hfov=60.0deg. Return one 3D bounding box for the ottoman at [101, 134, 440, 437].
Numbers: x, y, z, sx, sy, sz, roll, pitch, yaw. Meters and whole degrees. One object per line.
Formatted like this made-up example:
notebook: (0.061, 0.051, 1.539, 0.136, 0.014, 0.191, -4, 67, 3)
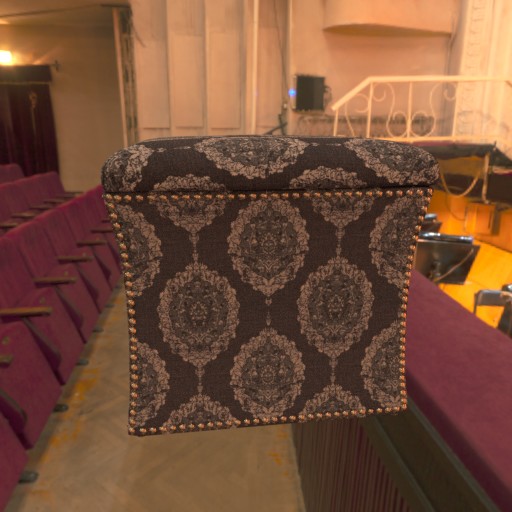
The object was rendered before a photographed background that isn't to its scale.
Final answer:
ottoman: (0.000, 0.000, 0.898, 0.507, 0.475, 0.497, -2, 15, -8)
